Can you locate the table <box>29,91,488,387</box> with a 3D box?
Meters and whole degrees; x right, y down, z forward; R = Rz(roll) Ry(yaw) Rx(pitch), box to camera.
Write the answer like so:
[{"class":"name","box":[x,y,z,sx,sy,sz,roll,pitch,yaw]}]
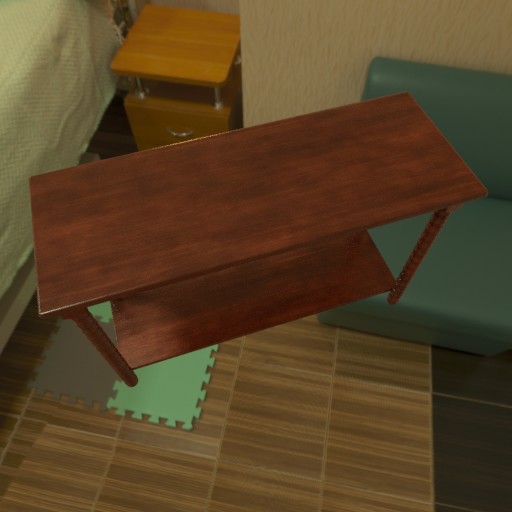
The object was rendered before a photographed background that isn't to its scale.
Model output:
[{"class":"table","box":[0.000,0.000,1.523,1.184,0.740,0.459,-16,59,-10]}]
